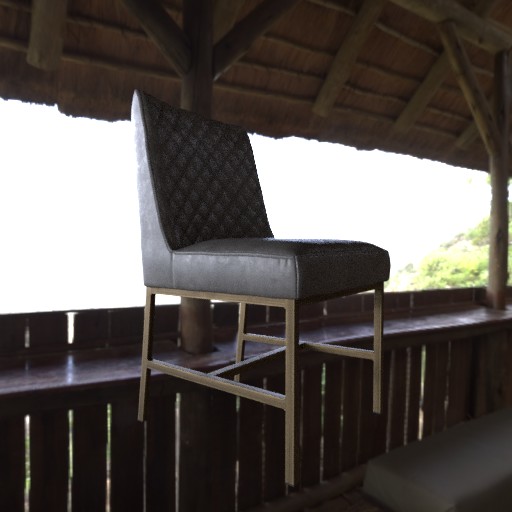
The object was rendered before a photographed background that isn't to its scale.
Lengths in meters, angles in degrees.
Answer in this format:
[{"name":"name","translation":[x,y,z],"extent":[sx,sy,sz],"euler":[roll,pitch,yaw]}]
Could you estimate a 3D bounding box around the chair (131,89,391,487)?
[{"name":"chair","translation":[0.000,0.000,1.214],"extent":[0.587,0.889,0.508],"euler":[2,3,37]}]
